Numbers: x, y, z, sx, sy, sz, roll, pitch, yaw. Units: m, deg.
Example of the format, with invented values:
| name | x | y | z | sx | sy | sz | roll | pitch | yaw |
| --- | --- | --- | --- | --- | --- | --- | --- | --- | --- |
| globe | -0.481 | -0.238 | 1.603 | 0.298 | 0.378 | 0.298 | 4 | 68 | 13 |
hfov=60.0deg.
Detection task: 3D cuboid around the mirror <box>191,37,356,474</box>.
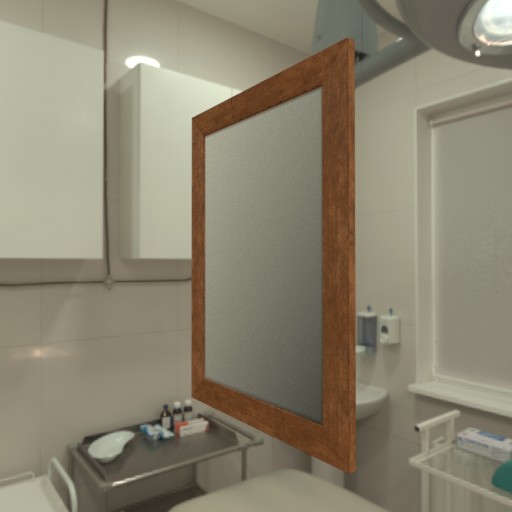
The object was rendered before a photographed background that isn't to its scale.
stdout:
| name | x | y | z | sx | sy | sz | roll | pitch | yaw |
| --- | --- | --- | --- | --- | --- | --- | --- | --- | --- |
| mirror | 0.000 | 0.000 | 1.435 | 0.028 | 1.099 | 0.796 | 0 | -1 | -38 |
